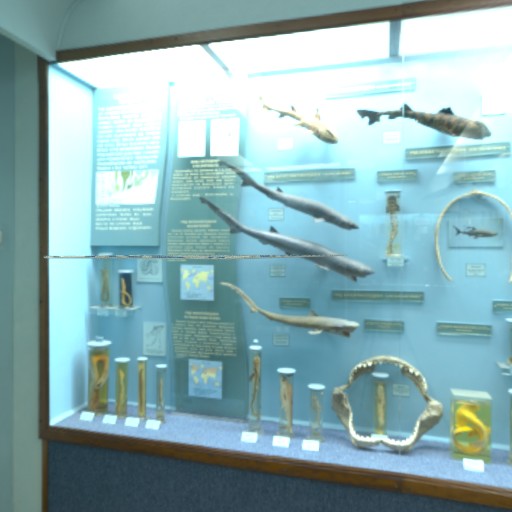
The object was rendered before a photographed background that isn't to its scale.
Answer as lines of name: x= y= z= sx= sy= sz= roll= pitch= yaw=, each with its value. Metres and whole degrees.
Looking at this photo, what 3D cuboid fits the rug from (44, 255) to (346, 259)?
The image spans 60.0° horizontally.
rug: x=0.000 y=0.000 z=2.593 sx=0.768 sy=0.011 sz=2.446 roll=0 pitch=0 yaw=18
